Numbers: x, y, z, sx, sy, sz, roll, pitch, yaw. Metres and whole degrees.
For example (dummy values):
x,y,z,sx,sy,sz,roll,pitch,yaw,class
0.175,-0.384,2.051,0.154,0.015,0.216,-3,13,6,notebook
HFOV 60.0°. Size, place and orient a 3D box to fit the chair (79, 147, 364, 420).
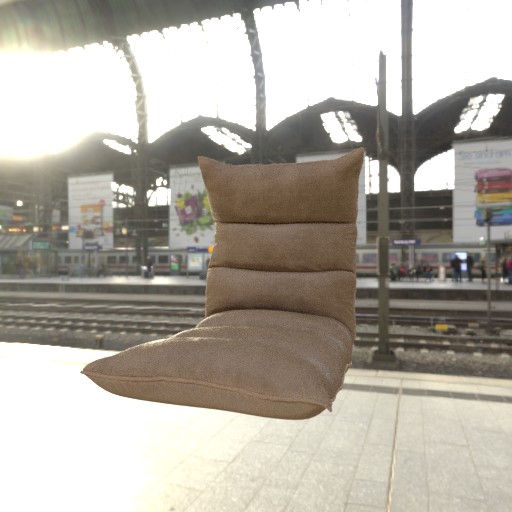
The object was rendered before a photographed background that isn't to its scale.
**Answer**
x,y,z,sx,sy,sz,roll,pitch,yaw,class
0.000,0.000,1.578,0.714,0.892,0.985,0,-1,17,chair
